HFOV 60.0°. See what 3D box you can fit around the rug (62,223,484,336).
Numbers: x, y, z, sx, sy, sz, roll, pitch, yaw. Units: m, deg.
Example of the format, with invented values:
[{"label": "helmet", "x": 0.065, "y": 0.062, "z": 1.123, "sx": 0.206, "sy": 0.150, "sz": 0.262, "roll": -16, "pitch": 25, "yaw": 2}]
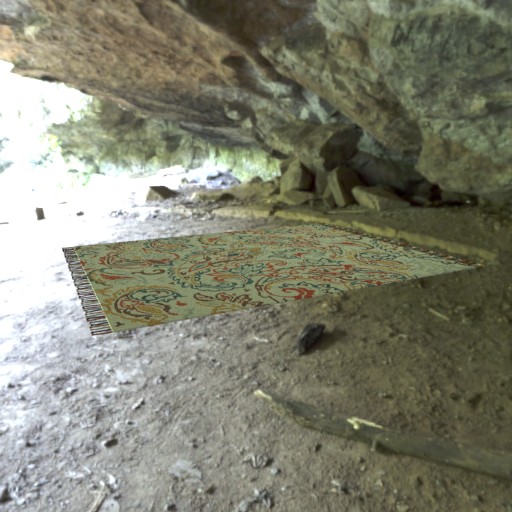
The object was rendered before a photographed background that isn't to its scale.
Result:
[{"label": "rug", "x": 0.000, "y": 0.000, "z": 4.236, "sx": 3.274, "sy": 0.015, "sz": 2.439, "roll": -7, "pitch": 16, "yaw": -26}]
